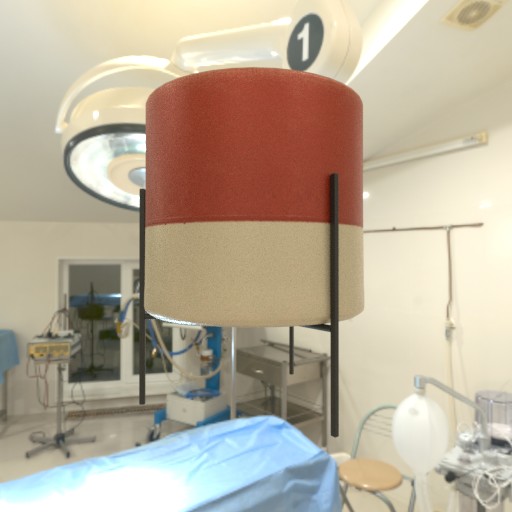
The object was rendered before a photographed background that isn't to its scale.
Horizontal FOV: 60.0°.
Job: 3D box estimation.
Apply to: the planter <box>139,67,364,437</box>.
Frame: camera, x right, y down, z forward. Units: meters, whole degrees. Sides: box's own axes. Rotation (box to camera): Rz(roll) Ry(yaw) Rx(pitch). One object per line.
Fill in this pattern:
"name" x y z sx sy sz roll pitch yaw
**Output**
"planter" 0.000 0.000 0.711 0.345 0.465 0.354 0 0 -36
